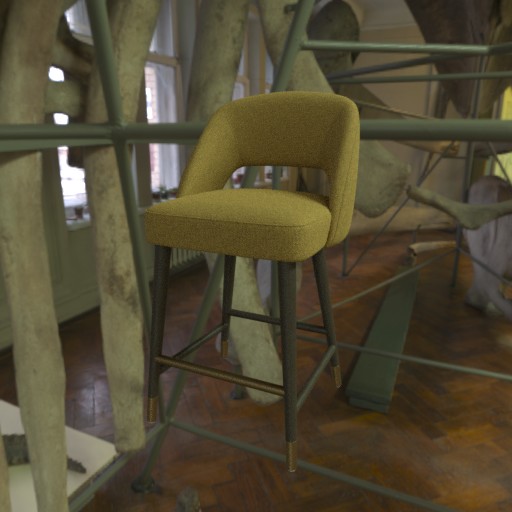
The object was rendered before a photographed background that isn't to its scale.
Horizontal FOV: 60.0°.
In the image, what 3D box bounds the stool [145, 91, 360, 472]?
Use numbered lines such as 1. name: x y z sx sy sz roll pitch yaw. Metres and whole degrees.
1. stool: 0.000 0.000 1.295 0.536 0.939 0.522 7 17 25
